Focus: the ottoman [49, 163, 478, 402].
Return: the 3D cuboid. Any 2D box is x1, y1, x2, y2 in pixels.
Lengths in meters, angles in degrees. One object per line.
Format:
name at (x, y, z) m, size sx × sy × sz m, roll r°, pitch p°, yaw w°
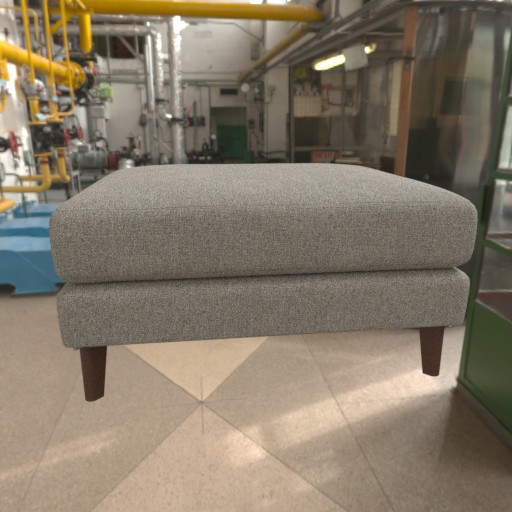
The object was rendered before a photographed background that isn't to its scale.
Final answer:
ottoman at (0.000, 0.000, 1.142) m, size 0.821 × 0.441 × 0.611 m, roll -2°, pitch 17°, yaw -7°
